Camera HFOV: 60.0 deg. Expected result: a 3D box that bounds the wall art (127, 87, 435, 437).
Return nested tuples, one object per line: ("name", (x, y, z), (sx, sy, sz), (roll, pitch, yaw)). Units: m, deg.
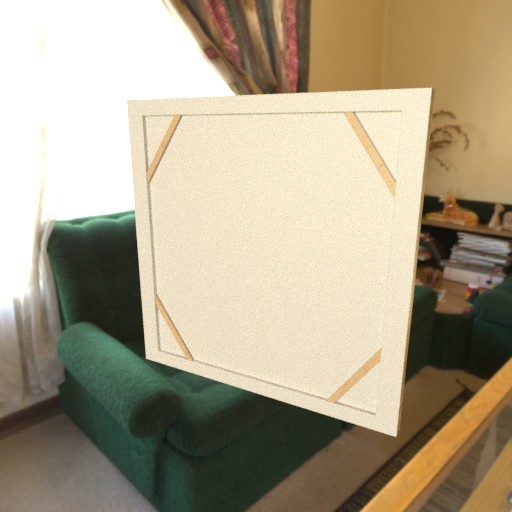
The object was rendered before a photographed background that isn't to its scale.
("wall art", (0.000, 0.000, 1.596), (1.092, 1.091, 0.051), (9, 18, 28))
